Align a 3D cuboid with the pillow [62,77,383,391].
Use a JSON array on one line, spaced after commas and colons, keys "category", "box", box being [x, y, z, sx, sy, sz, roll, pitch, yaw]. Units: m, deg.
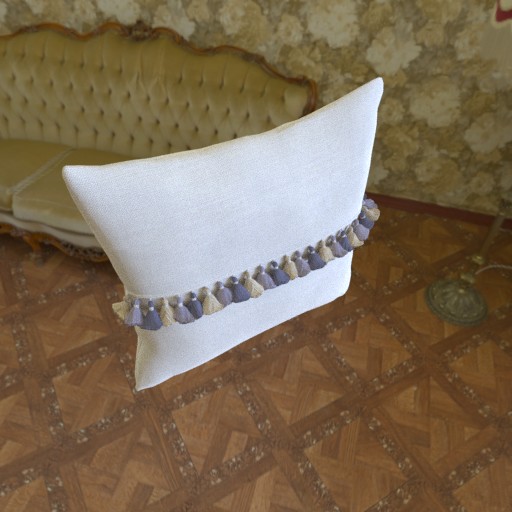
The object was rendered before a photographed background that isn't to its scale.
[{"category": "pillow", "box": [0.000, 0.000, 0.724, 0.489, 0.481, 0.165, -23, 49, -21]}]
